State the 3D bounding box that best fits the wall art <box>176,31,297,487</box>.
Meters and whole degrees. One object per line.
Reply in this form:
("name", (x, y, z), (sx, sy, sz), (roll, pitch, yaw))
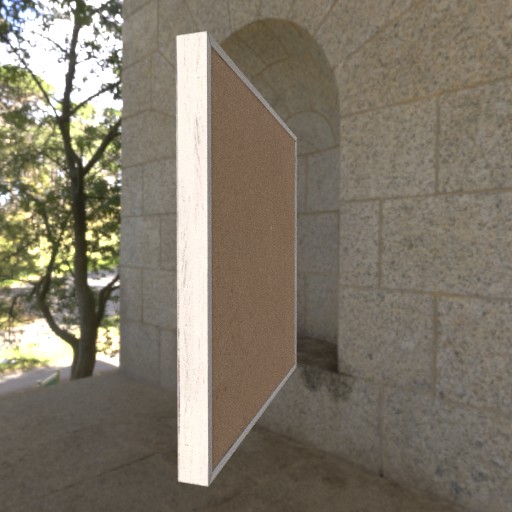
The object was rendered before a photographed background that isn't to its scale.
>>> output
("wall art", (0.000, 0.000, 0.742), (0.038, 0.508, 0.508), (0, 2, 16))
